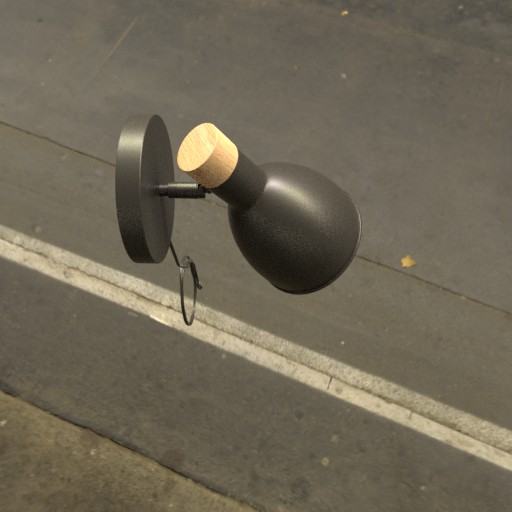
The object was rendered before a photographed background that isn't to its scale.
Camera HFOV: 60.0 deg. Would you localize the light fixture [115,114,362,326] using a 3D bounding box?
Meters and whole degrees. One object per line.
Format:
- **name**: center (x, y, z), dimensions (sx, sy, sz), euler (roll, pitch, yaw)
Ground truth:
- **light fixture**: center (0.000, 0.000, 0.500), dimensions (0.203, 0.401, 0.127), euler (1, 65, 1)
